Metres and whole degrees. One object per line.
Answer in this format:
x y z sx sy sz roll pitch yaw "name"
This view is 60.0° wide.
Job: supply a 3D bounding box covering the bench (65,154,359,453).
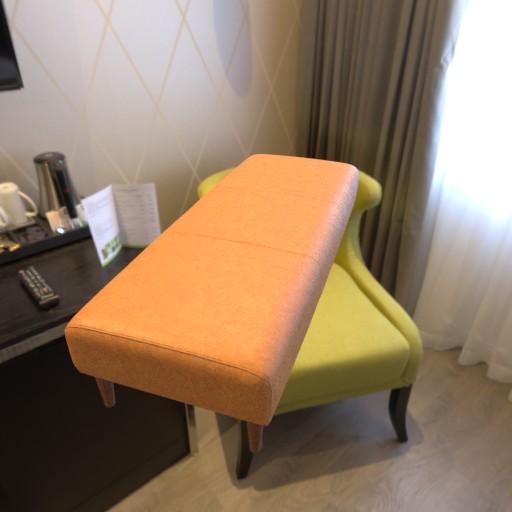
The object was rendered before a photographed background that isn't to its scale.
0.000 0.000 1.894 0.653 0.399 1.610 10 33 16 "bench"
